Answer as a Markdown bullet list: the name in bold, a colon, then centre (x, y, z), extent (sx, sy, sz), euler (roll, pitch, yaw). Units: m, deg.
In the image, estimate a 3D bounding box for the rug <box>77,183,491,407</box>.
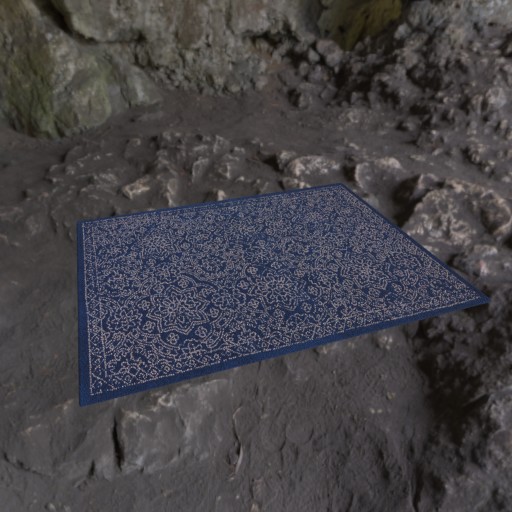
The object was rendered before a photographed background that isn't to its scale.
- **rug**: centre (0.000, 0.000, 3.995), extent (3.048, 0.010, 2.438), euler (-11, 34, -16)
